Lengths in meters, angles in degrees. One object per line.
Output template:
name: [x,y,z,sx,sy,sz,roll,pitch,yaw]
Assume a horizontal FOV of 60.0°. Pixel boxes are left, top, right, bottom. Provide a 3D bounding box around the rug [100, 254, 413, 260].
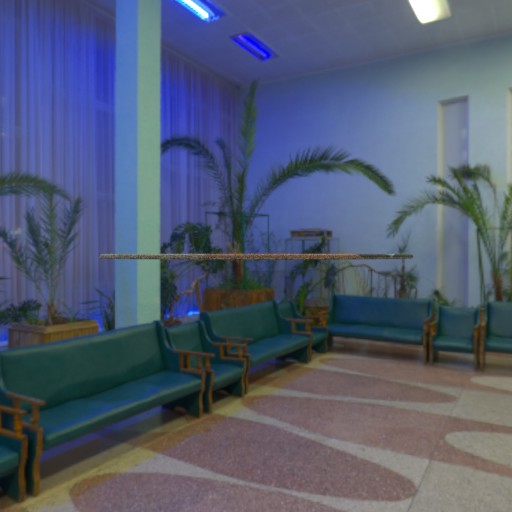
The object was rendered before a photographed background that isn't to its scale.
rug: [0.000,0.000,3.686,2.461,0.033,2.461,0,0,0]
